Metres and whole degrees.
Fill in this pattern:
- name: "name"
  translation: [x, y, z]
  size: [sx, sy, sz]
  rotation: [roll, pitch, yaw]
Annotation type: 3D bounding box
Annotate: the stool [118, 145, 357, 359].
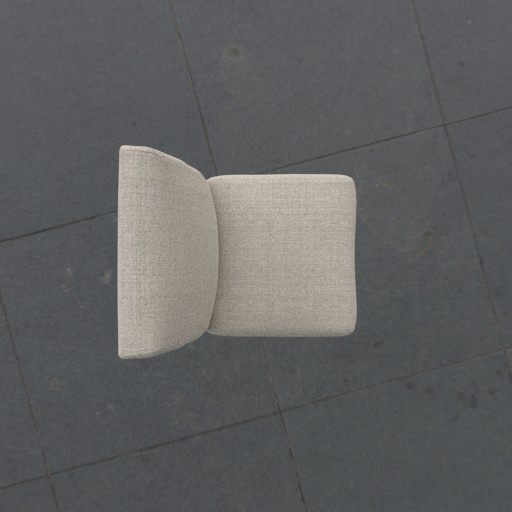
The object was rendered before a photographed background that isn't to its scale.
- name: "stool"
  translation: [0.000, 0.000, 1.399]
  size: [0.569, 1.106, 0.483]
  rotation: [0, 89, -1]
